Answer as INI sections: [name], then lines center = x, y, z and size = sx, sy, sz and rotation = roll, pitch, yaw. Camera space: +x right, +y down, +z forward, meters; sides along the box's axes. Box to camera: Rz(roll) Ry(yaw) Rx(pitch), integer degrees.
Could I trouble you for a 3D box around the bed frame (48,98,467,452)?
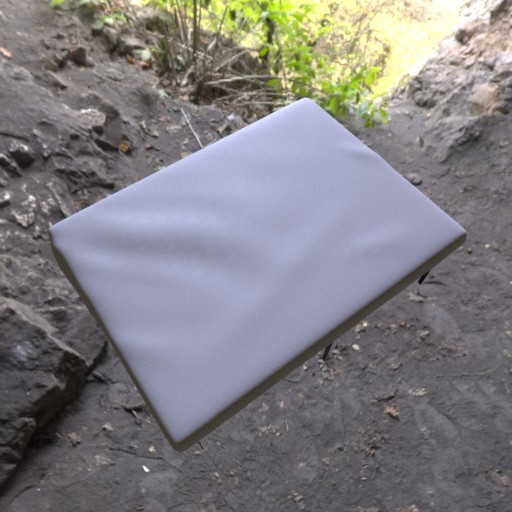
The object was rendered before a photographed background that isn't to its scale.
[bed frame]
center = 0.000, 0.000, 2.947
size = 2.151, 0.667, 1.584
rotation = -32, 64, -18
